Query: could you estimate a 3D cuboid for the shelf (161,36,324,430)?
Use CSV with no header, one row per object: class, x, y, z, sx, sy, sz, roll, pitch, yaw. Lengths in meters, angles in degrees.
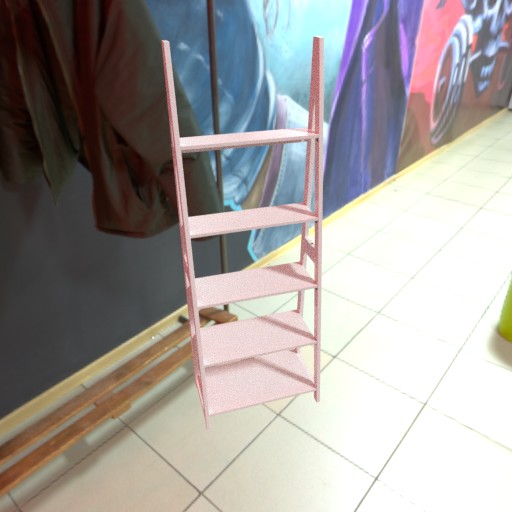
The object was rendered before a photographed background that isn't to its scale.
shelf,0.000,0.000,2.041,0.636,1.779,0.341,-9,32,-15
